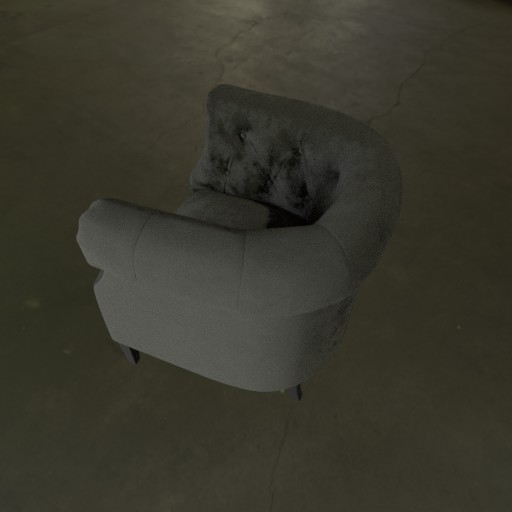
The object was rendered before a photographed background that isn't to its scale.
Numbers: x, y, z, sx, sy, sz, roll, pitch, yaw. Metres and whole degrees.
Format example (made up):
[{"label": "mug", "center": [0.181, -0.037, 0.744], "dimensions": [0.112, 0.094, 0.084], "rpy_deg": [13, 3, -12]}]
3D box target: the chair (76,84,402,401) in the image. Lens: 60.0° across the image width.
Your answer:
[{"label": "chair", "center": [0.000, 0.000, 1.565], "dimensions": [0.851, 0.826, 0.904], "rpy_deg": [17, 49, 15]}]
